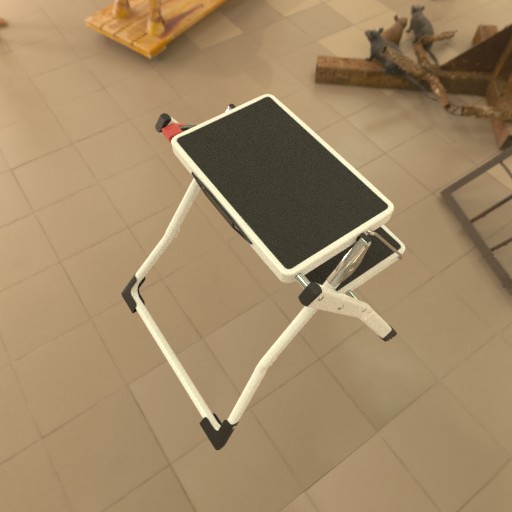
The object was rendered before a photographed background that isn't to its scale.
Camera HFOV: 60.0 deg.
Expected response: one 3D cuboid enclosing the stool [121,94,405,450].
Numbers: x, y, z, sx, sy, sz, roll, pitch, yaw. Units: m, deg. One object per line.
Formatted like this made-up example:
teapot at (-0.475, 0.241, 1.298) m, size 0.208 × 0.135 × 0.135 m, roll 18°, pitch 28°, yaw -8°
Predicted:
stool at (0.000, 0.000, 0.851) m, size 0.490 × 0.445 × 0.485 m, roll -31°, pitch 63°, yaw -18°
